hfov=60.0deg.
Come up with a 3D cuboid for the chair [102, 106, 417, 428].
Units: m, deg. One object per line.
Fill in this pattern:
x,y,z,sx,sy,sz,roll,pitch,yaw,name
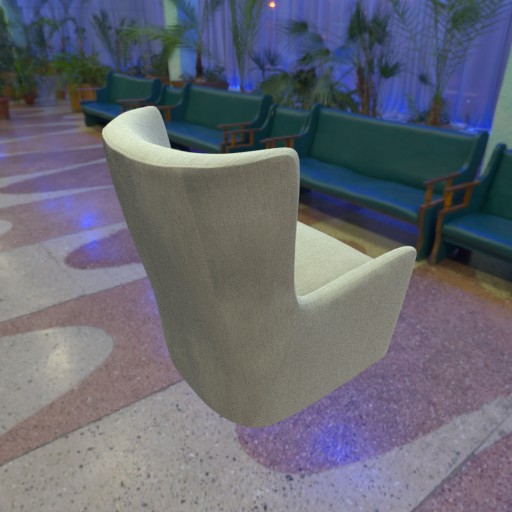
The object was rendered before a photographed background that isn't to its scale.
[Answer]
0.000,0.000,1.629,0.904,1.000,0.779,-19,33,-31,chair
